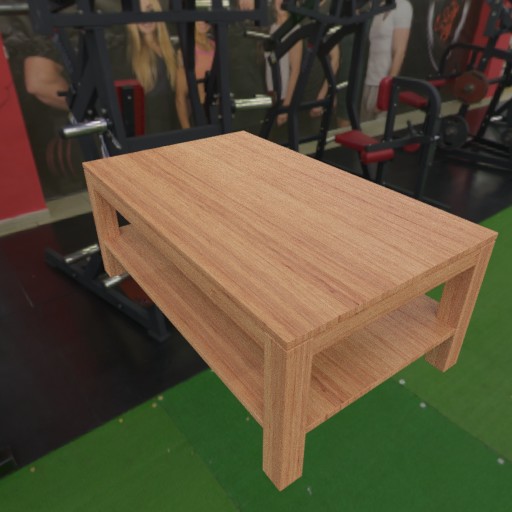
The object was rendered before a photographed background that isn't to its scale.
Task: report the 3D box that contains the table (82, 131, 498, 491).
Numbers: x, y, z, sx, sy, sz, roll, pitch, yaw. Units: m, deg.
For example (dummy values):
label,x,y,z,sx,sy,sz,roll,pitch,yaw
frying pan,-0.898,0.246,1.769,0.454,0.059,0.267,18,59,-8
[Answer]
label,x,y,z,sx,sy,sz,roll,pitch,yaw
table,0.000,0.000,1.469,0.695,0.457,1.146,-21,37,-30
